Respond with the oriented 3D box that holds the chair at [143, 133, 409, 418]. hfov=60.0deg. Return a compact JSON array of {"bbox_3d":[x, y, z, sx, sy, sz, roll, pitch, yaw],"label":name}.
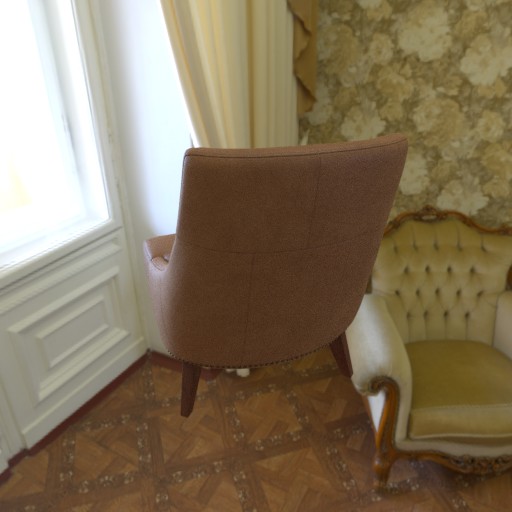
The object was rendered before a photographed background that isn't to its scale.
[{"bbox_3d":[0.000,0.000,1.485,0.701,0.909,0.861,-8,28,-16],"label":"chair"}]
